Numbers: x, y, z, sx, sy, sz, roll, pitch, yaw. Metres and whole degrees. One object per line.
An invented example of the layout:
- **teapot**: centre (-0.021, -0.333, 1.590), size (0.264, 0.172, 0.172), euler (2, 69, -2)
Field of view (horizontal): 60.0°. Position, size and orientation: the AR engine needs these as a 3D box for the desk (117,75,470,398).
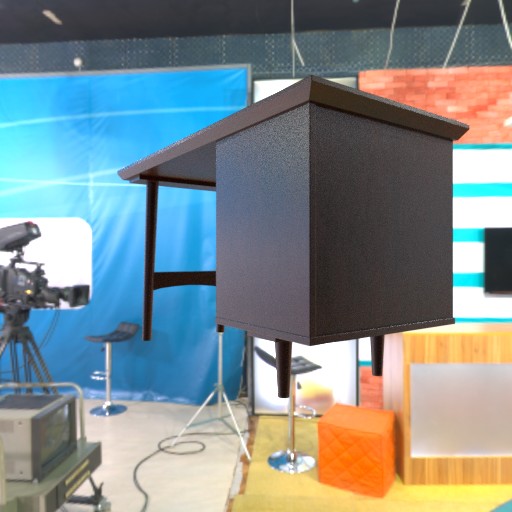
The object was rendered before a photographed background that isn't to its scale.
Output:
- **desk**: centre (0.000, 0.000, 1.626), size (0.612, 0.758, 1.277), euler (0, 0, -35)
